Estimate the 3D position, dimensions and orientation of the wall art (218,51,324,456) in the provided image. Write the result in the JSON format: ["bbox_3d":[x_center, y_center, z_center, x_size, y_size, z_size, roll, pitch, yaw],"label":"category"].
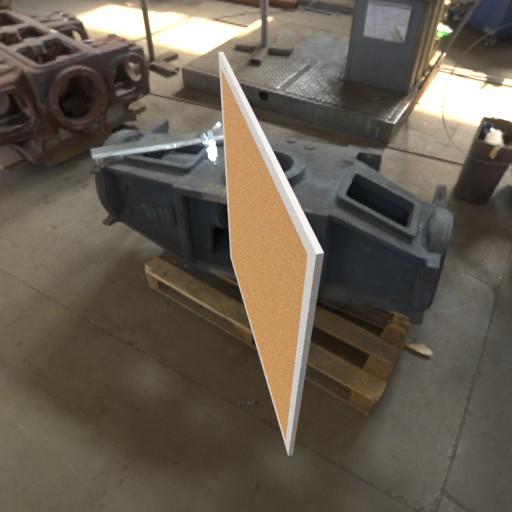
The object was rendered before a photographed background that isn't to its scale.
[{"bbox_3d":[0.000,0.000,0.854,0.009,0.559,0.558,-10,46,-10],"label":"wall art"}]
